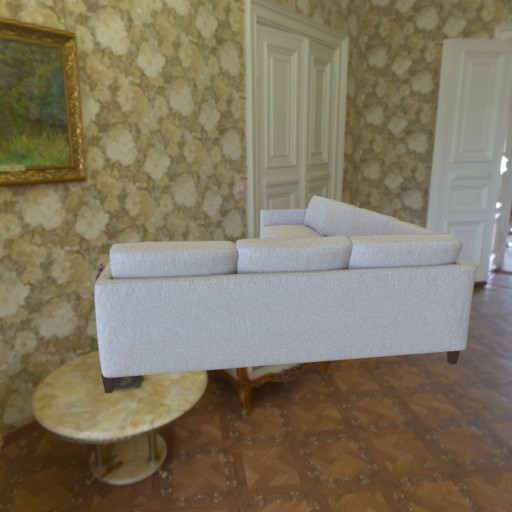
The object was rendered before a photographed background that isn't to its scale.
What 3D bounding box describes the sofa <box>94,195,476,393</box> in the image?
[{"bbox_3d":[0.000,0.000,4.410,2.522,0.934,3.333,-2,13,-9],"label":"sofa"}]
